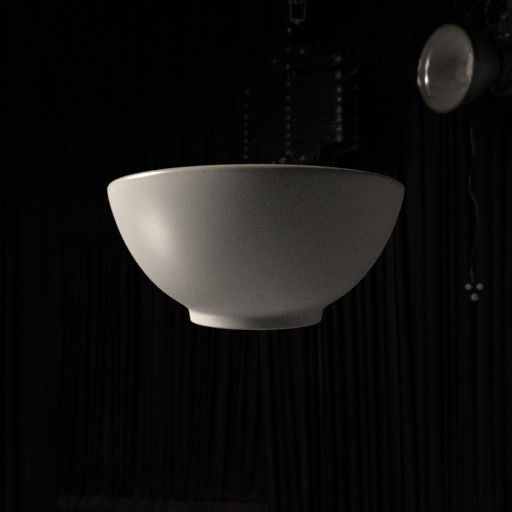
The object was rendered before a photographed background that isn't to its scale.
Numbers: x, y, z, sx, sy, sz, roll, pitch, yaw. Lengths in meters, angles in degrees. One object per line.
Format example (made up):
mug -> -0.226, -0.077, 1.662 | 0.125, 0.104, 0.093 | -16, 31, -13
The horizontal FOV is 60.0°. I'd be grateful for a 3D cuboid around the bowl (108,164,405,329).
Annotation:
bowl -> 0.000, 0.000, 0.422 | 0.268, 0.121, 0.268 | 0, 0, 0
